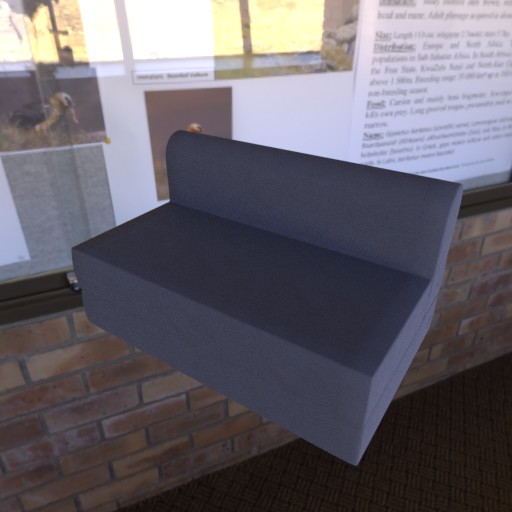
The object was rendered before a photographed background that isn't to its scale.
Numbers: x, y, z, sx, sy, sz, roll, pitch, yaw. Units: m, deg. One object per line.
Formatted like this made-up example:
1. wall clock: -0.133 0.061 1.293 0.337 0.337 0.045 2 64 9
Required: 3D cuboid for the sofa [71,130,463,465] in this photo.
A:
1. sofa: 0.000 0.000 1.667 1.219 0.660 0.762 19 35 29
